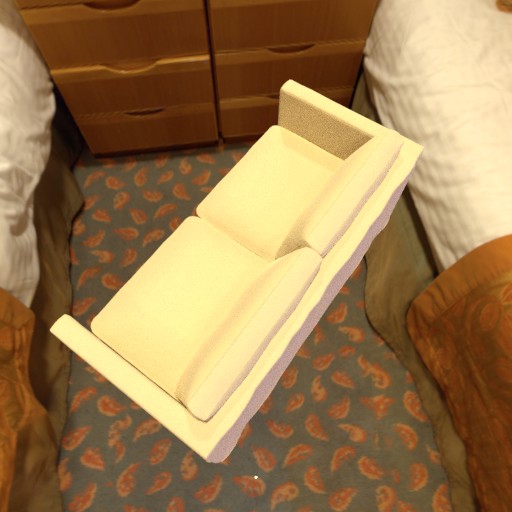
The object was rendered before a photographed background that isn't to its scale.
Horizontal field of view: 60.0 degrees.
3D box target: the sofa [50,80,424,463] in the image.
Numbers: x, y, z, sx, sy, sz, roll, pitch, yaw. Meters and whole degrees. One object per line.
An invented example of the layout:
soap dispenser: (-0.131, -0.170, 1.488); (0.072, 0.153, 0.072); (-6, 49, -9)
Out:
sofa: (0.000, 0.000, 2.497); (0.940, 0.870, 1.987); (33, 68, 15)
